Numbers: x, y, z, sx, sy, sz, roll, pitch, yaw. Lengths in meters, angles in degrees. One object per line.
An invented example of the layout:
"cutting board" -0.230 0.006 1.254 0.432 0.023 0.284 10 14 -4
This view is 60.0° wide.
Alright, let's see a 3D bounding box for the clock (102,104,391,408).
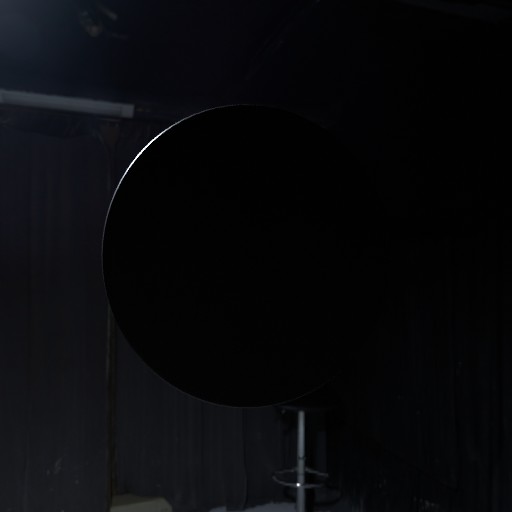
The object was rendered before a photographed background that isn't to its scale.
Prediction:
"clock" 0.000 0.000 0.478 0.314 0.314 0.040 0 -1 -18
